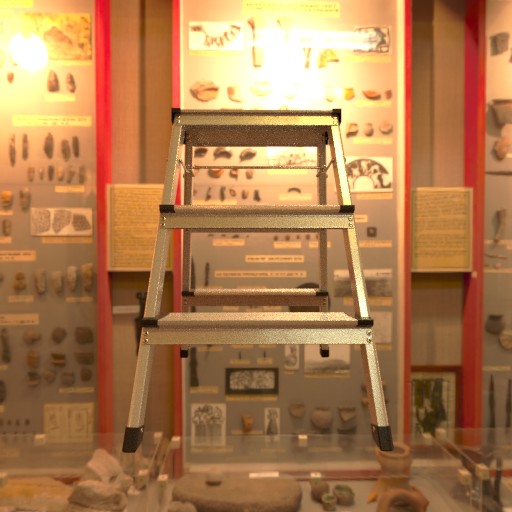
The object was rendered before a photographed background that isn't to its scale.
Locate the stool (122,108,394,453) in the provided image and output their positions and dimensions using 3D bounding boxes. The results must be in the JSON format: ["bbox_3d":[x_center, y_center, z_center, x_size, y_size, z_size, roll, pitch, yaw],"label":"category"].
[{"bbox_3d":[0.000,0.000,1.005,0.437,0.605,0.622,0,2,-1],"label":"stool"}]
